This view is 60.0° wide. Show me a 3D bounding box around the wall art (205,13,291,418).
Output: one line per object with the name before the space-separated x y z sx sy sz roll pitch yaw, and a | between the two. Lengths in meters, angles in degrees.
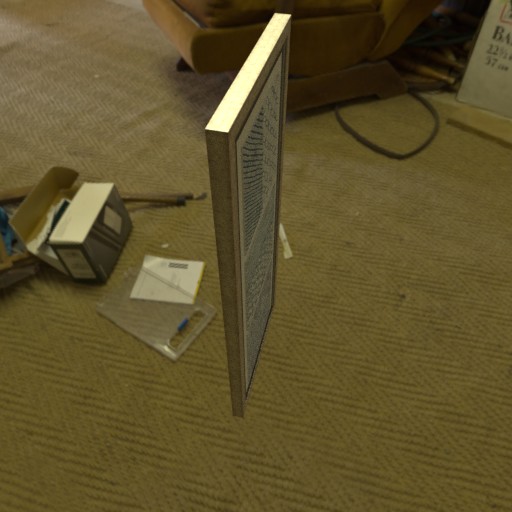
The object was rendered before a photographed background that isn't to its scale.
wall art | 0.000 0.000 1.654 0.051 1.461 0.648 11 49 10
